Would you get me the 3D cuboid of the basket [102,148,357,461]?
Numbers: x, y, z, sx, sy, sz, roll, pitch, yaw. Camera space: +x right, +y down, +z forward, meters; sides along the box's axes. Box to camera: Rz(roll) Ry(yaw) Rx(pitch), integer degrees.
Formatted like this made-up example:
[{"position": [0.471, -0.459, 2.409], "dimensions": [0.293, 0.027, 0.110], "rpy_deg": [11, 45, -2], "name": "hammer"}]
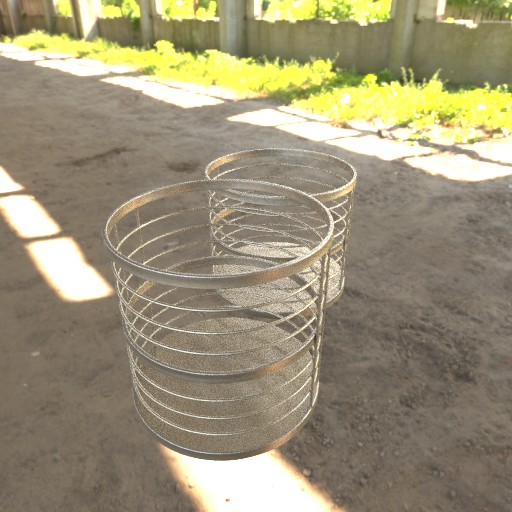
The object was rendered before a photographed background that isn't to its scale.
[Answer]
[{"position": [0.000, 0.000, 0.946], "dimensions": [0.356, 0.351, 0.746], "rpy_deg": [8, 30, 15], "name": "basket"}]
